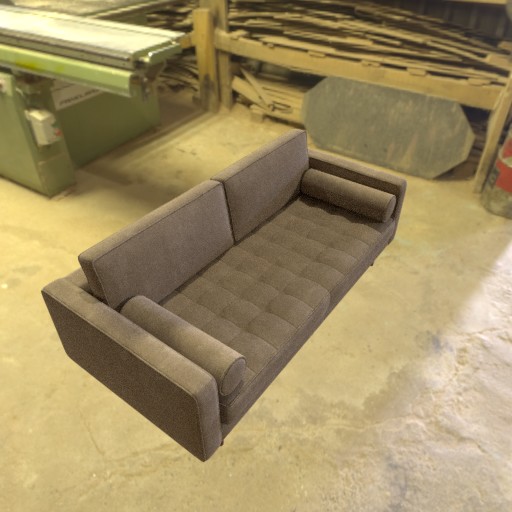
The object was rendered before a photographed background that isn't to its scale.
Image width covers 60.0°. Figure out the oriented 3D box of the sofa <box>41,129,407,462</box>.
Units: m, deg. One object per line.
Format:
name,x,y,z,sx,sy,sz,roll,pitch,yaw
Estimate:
sofa,0.000,0.000,2.341,0.920,0.769,1.883,25,45,28
